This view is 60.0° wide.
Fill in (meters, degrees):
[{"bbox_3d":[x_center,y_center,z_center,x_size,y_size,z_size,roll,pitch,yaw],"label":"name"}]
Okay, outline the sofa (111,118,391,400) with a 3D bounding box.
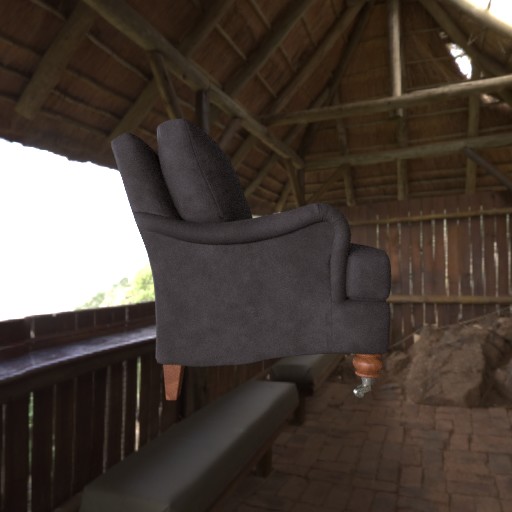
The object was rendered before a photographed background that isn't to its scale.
[{"bbox_3d":[0.000,0.000,2.554,1.084,1.101,1.853,0,0,1],"label":"sofa"}]
